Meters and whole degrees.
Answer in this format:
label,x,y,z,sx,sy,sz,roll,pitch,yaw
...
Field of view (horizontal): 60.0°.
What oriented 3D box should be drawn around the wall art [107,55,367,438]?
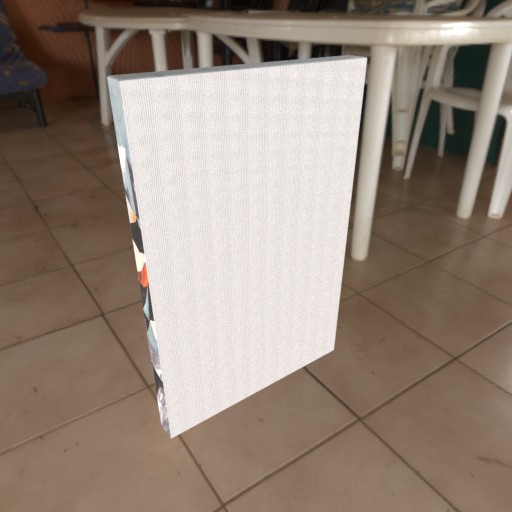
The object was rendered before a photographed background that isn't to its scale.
label,x,y,z,sx,sy,sz,roll,pitch,yaw
wall art,0.000,0.000,1.143,0.609,0.911,0.061,-20,35,-30
